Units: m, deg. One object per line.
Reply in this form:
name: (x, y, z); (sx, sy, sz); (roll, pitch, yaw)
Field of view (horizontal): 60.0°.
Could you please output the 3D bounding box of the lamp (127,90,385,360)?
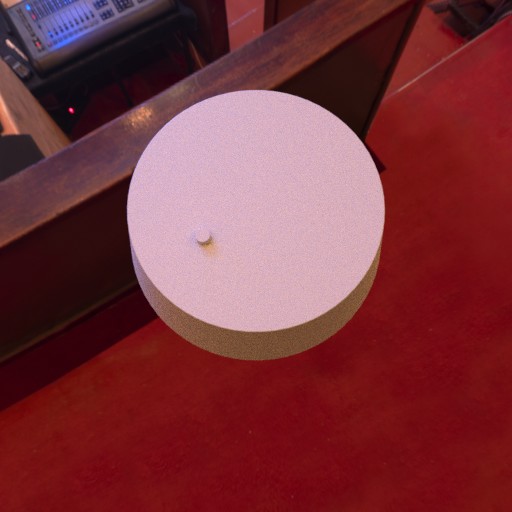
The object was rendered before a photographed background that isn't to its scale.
lamp: (0.000, 0.000, 0.623); (0.291, 0.429, 0.291); (0, 75, 0)
